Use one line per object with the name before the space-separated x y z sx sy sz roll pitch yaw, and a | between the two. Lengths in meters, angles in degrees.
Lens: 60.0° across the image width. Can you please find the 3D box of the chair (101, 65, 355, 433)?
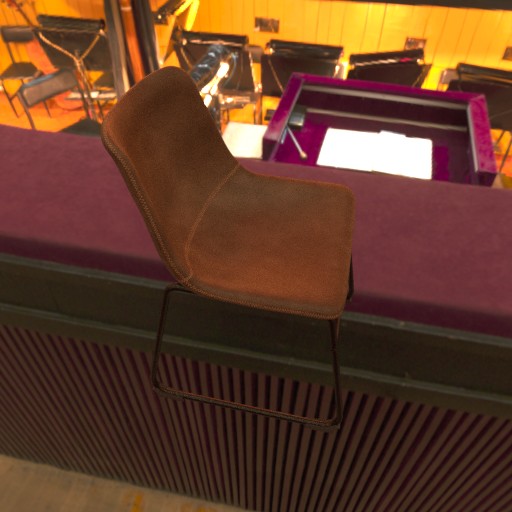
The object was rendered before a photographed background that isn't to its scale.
chair | 0.000 0.000 1.101 0.551 0.780 0.460 9 46 9
